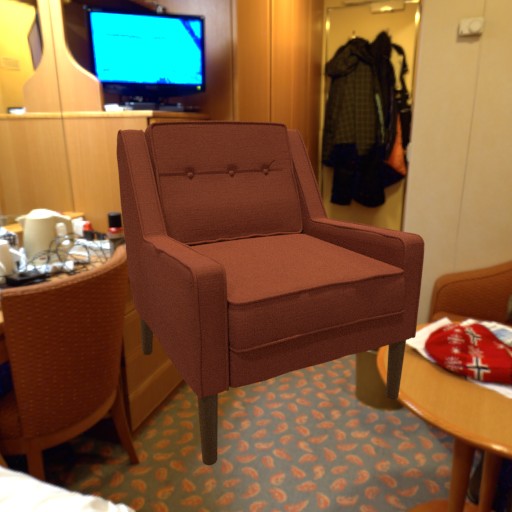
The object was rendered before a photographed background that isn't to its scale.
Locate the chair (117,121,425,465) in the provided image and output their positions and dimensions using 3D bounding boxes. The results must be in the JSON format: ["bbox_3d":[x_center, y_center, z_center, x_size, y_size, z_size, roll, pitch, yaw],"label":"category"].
[{"bbox_3d":[0.000,0.000,1.377,0.680,0.812,0.770,-8,18,-26],"label":"chair"}]
